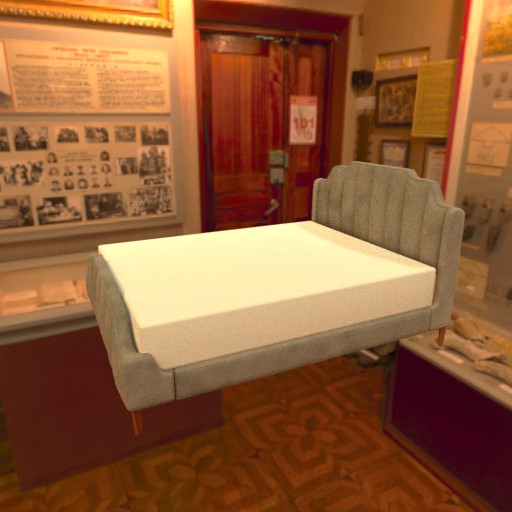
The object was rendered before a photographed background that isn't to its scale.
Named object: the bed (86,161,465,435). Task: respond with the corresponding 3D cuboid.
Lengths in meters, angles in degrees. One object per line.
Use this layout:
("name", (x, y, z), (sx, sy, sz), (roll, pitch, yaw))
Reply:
("bed", (0.000, 0.000, 3.329), (2.340, 1.245, 1.676), (-8, 19, -24))
